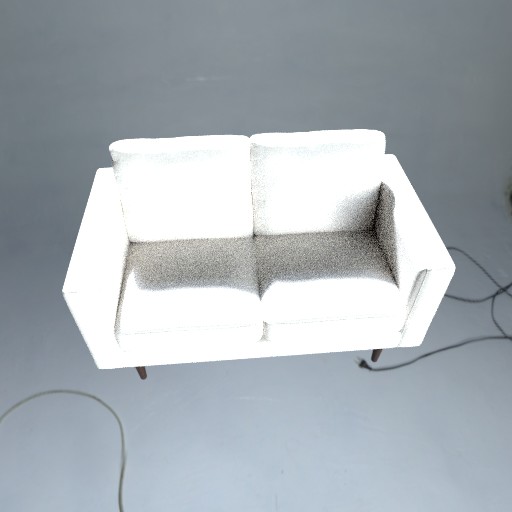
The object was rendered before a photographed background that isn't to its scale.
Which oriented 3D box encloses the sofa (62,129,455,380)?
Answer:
[{"bbox_3d":[0.000,0.000,2.000,1.430,0.908,0.796,-3,46,-3],"label":"sofa"}]
